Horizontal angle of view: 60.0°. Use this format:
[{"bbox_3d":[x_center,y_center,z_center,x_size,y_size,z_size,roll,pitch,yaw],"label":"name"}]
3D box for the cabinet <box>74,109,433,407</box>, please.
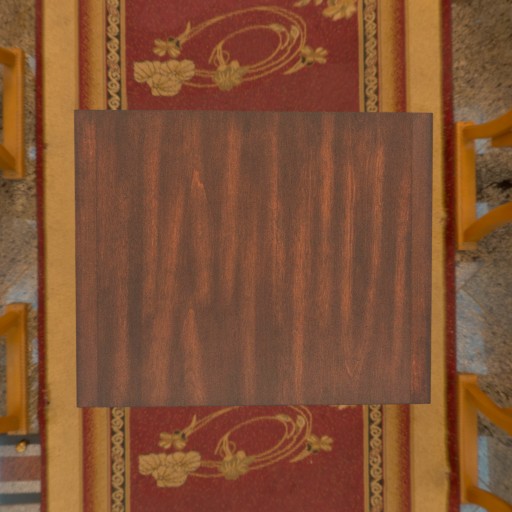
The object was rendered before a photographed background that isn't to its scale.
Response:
[{"bbox_3d":[0.000,0.000,0.831,0.500,0.455,0.402,0,91,-2],"label":"cabinet"}]
